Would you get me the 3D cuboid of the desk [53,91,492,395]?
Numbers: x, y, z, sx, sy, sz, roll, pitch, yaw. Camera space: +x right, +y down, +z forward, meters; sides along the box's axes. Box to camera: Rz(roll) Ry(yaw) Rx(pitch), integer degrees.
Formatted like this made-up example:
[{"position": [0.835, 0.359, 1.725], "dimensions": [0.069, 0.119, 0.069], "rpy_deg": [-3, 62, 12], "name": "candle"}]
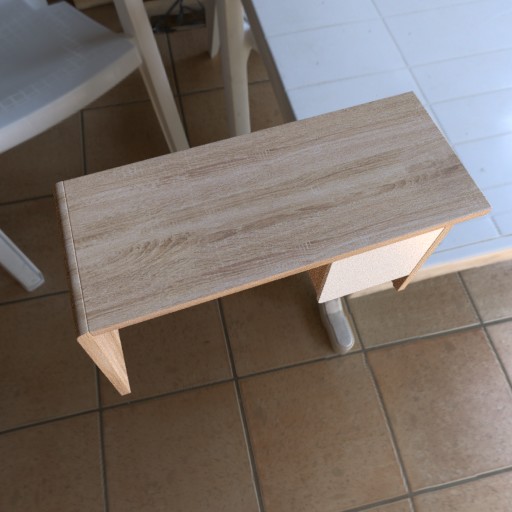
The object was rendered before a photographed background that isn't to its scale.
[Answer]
[{"position": [0.000, 0.000, 1.649], "dimensions": [1.300, 0.750, 0.500], "rpy_deg": [-17, 65, -8], "name": "desk"}]
